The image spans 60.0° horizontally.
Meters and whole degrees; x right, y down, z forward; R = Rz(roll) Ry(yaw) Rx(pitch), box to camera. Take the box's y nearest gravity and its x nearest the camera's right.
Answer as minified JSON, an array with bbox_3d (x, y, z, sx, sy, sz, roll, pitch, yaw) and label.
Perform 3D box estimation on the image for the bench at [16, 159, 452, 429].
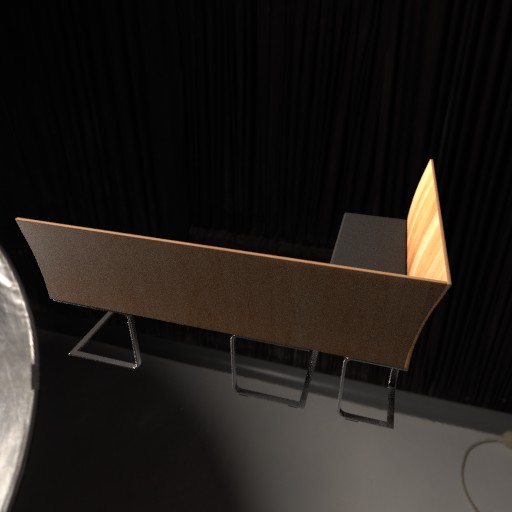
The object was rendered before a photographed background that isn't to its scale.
[{"bbox_3d":[0.000,0.000,2.722,1.945,0.930,1.495,9,32,14],"label":"bench"}]
